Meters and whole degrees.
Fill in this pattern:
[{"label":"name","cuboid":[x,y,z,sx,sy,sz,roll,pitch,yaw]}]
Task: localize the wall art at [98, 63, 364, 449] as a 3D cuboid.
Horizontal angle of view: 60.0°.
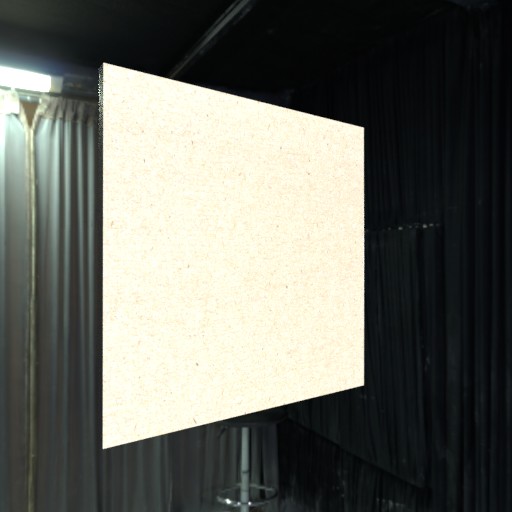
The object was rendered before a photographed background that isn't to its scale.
[{"label":"wall art","cuboid":[0.000,0.000,1.125,0.773,0.775,0.031,0,0,-35]}]
